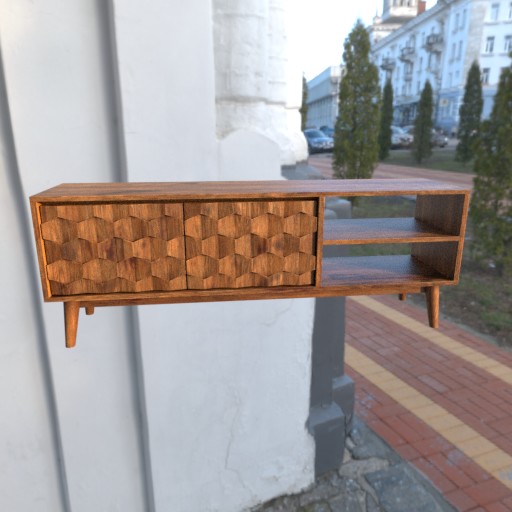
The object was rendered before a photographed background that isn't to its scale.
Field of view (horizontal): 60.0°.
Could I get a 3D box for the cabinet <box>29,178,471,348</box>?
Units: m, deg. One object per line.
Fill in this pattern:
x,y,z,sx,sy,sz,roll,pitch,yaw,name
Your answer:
0.000,0.000,1.685,1.448,0.528,0.349,-2,16,-6,cabinet
